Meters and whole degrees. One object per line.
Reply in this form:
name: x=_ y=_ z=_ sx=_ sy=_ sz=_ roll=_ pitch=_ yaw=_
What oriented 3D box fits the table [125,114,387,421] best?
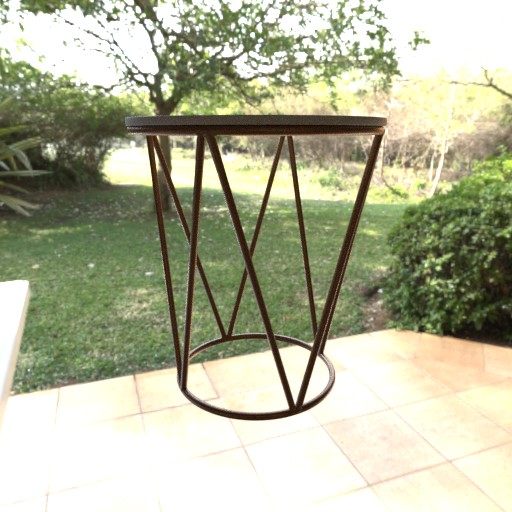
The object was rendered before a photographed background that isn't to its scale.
table: x=0.000 y=0.000 z=0.954 sx=0.500 sy=0.564 sz=0.500 roll=0 pitch=16 yaw=0
